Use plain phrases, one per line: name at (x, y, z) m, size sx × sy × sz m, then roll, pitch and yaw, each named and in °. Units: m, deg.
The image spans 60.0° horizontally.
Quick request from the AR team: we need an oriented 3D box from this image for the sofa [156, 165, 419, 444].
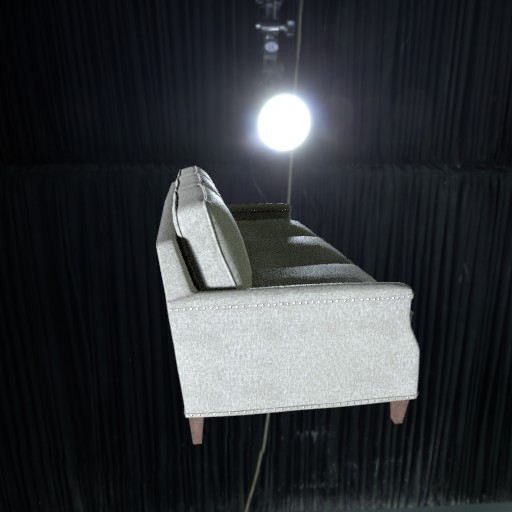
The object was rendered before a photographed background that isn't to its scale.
sofa at (0.000, 0.000, 2.783) m, size 1.084 × 1.003 × 2.246 m, roll -2°, pitch 16°, yaw -8°
